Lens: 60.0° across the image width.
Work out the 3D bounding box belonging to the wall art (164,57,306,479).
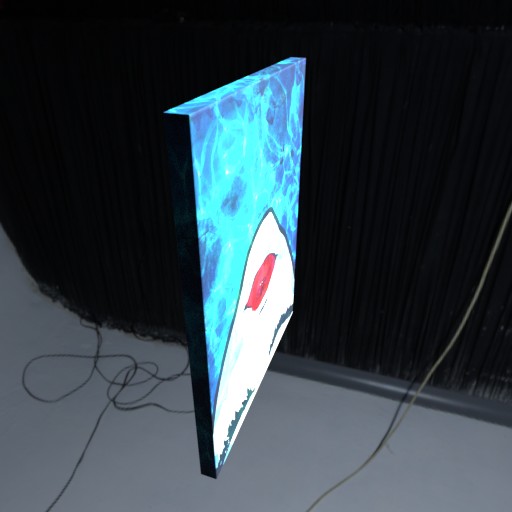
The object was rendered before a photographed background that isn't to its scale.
[{"bbox_3d":[0.000,0.000,1.004,0.038,0.760,0.609,10,32,17],"label":"wall art"}]
